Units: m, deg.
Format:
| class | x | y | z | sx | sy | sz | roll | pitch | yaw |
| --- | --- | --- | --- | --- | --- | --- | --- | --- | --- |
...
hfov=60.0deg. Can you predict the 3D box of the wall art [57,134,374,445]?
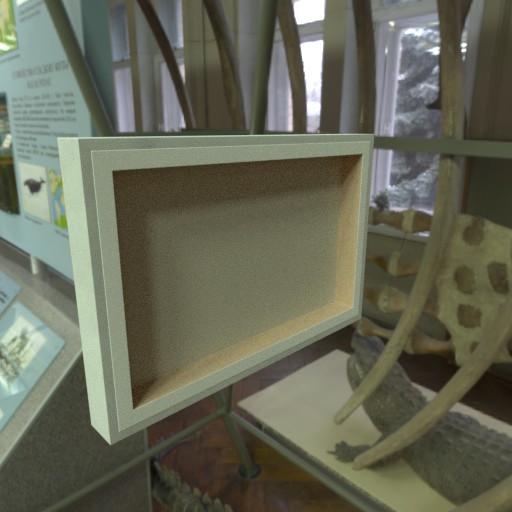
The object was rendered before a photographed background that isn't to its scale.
| class | x | y | z | sx | sy | sz | roll | pitch | yaw |
| --- | --- | --- | --- | --- | --- | --- | --- | --- | --- |
| wall art | 0.000 | 0.000 | 0.484 | 0.381 | 0.254 | 0.038 | -15 | 22 | -42 |
